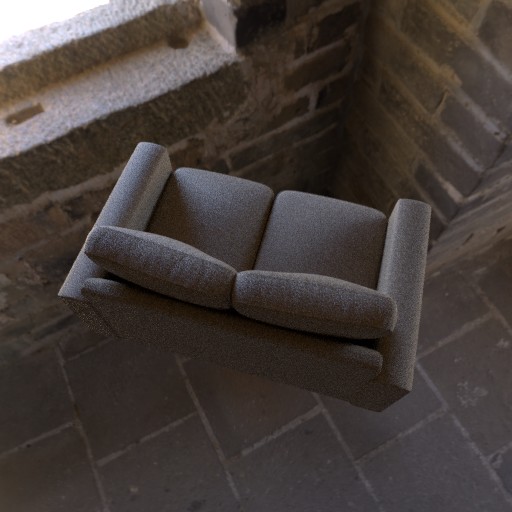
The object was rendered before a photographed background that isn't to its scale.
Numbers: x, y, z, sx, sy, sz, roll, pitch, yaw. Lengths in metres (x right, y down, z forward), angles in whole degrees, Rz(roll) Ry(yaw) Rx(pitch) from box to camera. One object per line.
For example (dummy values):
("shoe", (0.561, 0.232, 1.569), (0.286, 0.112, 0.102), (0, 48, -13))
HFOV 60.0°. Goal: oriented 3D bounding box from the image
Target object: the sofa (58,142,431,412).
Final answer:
("sofa", (0.000, 0.000, 2.257), (1.616, 0.873, 1.016), (14, 62, 7))
